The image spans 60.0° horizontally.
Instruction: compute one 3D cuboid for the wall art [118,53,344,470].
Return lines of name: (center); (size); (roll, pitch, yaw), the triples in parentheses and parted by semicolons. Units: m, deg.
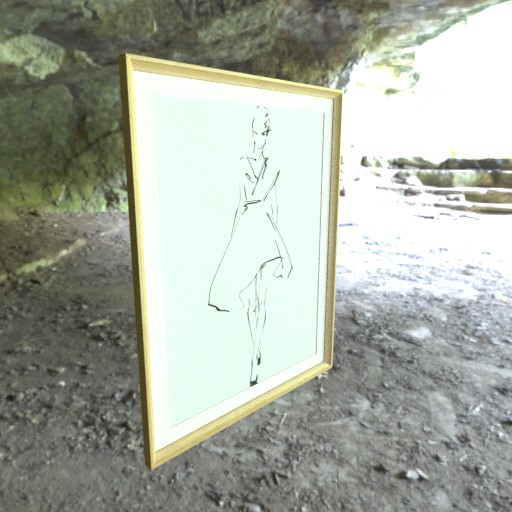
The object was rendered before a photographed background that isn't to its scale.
wall art: (0.000, 0.000, 1.319); (0.030, 1.002, 0.798); (13, 18, 43)
